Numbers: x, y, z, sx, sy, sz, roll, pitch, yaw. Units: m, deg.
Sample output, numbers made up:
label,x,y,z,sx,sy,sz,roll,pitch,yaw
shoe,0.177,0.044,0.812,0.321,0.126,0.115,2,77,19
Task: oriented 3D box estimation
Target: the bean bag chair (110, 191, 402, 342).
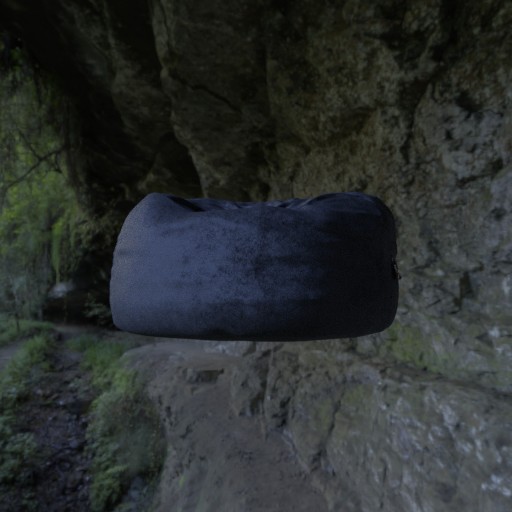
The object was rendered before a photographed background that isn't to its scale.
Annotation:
label,x,y,z,sx,sy,sz,roll,pitch,yaw
bean bag chair,0.000,0.000,2.448,1.525,0.751,1.525,0,-1,0
